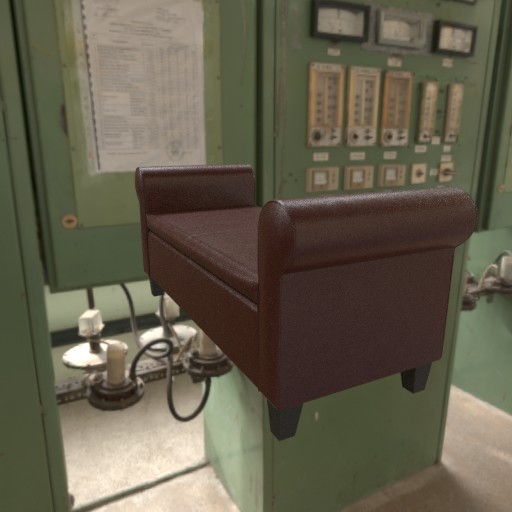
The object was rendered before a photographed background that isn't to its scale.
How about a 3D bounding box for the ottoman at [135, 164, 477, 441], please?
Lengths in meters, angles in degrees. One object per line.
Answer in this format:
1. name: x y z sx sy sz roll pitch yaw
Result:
1. ottoman: 0.000 0.000 1.502 0.521 0.547 1.256 -8 17 -27
